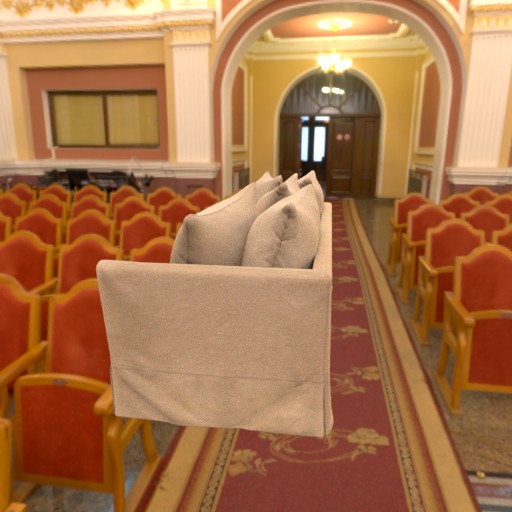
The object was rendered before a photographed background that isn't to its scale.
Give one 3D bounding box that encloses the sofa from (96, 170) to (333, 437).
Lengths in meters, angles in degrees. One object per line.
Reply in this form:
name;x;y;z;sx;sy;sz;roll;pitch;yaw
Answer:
sofa;0.000;0.000;2.895;1.031;1.034;2.290;2;14;9
